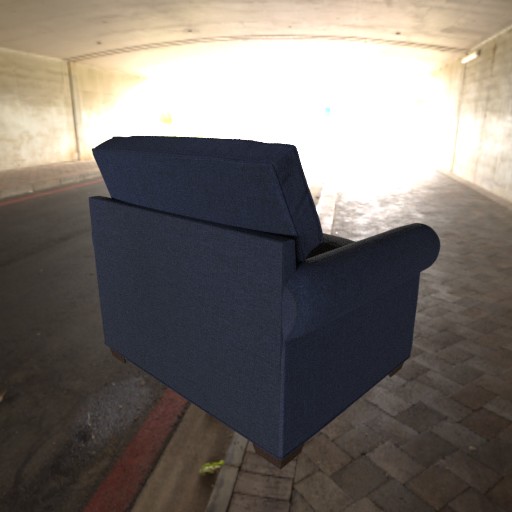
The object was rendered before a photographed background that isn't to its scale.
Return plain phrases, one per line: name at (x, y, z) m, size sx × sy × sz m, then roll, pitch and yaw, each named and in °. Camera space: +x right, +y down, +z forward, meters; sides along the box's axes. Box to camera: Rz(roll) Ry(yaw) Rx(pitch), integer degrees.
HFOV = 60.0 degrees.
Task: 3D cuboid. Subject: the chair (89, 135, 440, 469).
chair at (0.000, 0.000, 1.972) m, size 1.285 × 1.044 × 0.963 m, roll 15°, pitch 23°, yaw 41°
